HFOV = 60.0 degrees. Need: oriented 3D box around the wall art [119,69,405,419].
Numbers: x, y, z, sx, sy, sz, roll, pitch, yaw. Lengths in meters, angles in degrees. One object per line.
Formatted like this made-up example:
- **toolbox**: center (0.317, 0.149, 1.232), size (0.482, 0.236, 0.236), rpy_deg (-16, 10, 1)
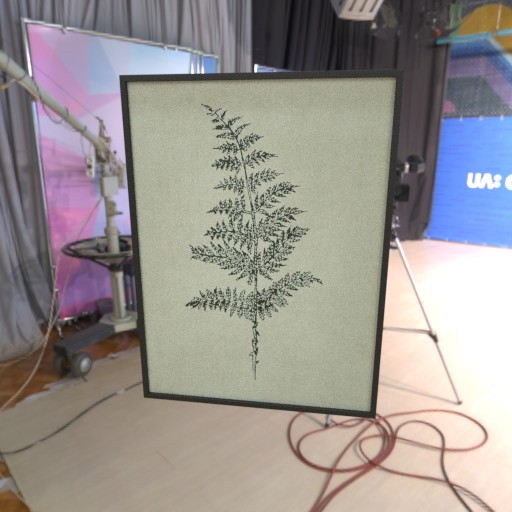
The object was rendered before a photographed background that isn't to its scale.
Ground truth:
- **wall art**: center (0.000, 0.000, 1.392), size (0.802, 1.070, 0.036), rpy_deg (2, 16, 8)
